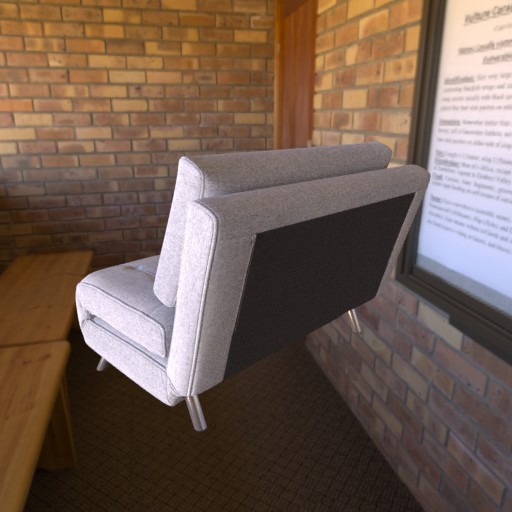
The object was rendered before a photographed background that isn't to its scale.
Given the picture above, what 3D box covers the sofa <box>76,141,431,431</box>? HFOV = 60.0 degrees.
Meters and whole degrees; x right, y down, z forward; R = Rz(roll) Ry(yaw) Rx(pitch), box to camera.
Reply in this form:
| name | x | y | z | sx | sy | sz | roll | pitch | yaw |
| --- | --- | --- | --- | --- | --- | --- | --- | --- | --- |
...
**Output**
| name | x | y | z | sx | sy | sz | roll | pitch | yaw |
| --- | --- | --- | --- | --- | --- | --- | --- | --- | --- |
| sofa | 0.000 | 0.000 | 1.858 | 0.910 | 0.910 | 1.220 | 16 | 24 | 42 |
